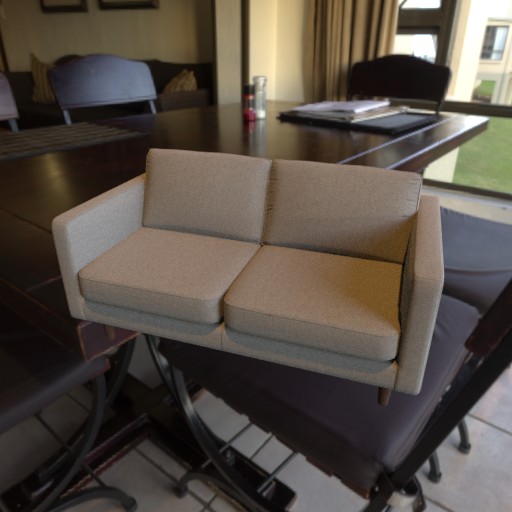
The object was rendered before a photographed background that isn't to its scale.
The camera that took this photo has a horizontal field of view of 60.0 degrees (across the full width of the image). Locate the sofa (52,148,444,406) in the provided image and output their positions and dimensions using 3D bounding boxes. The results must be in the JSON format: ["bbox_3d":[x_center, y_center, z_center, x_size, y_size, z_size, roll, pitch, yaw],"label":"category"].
[{"bbox_3d":[0.000,0.000,2.318,1.731,0.900,1.000,9,28,17],"label":"sofa"}]
